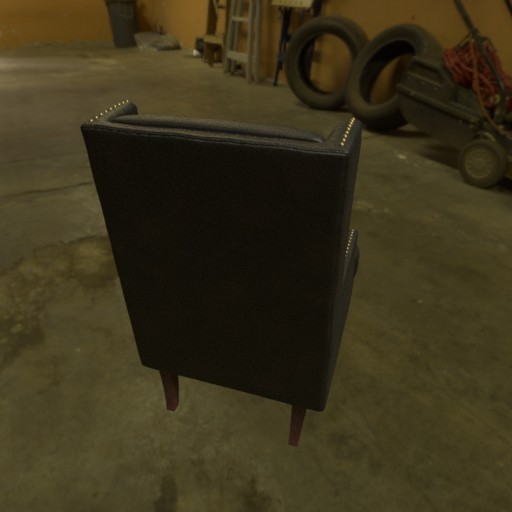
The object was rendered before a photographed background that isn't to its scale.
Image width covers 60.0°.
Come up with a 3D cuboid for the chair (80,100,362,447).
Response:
[{"bbox_3d":[0.000,0.000,1.626,0.703,1.142,0.799,10,32,16],"label":"chair"}]
